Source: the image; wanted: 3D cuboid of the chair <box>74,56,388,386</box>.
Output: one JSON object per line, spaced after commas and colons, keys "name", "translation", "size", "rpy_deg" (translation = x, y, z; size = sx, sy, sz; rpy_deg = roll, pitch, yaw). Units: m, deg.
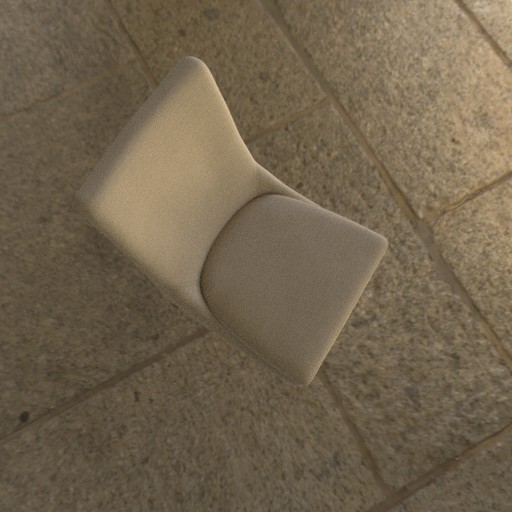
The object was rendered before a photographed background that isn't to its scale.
{"name": "chair", "translation": [0.000, 0.000, 1.310], "size": [0.638, 0.940, 0.515], "rpy_deg": [31, 78, 8]}
